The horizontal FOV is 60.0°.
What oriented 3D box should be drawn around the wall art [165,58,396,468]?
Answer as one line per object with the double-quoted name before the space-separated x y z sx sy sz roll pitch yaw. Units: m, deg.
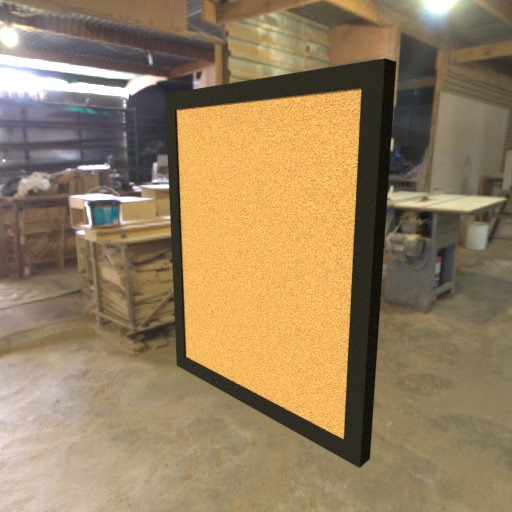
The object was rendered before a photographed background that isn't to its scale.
"wall art" 0.000 0.000 0.753 0.457 0.559 0.029 13 18 43
